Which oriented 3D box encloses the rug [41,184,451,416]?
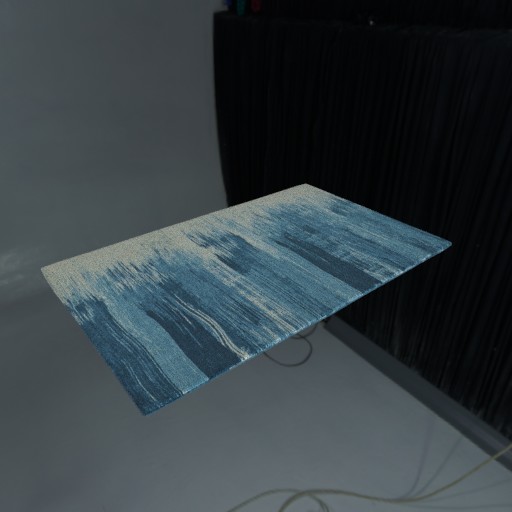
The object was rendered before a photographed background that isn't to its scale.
[{"bbox_3d":[0.000,0.000,3.061,2.450,0.027,1.540,-22,37,-33],"label":"rug"}]
